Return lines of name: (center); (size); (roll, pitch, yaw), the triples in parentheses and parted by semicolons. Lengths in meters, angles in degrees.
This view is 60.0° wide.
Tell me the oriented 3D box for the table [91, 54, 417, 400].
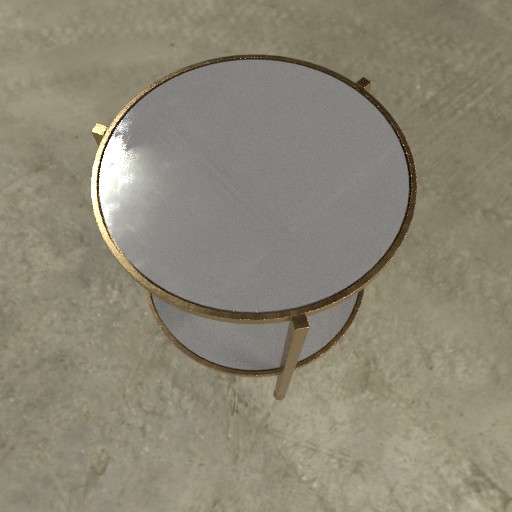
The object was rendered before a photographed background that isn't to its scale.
table: (0.000, 0.000, 0.437); (0.231, 0.269, 0.243); (-12, 64, -6)
